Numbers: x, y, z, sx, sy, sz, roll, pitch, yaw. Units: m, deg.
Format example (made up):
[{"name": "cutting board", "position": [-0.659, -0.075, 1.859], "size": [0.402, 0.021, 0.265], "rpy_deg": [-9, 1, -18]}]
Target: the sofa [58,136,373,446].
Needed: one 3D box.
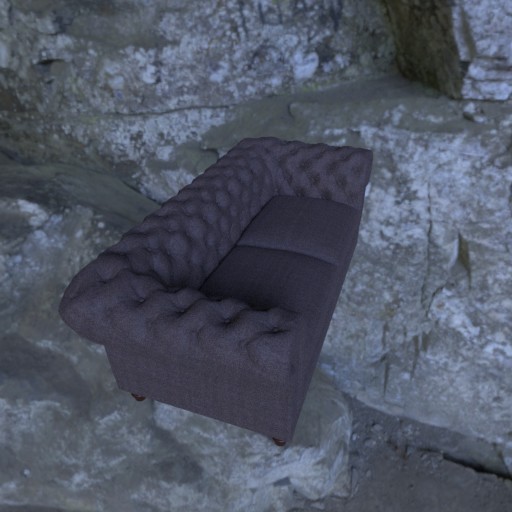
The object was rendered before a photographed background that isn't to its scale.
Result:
[{"name": "sofa", "position": [0.000, 0.000, 2.439], "size": [0.944, 0.780, 2.048], "rpy_deg": [11, 34, 17]}]
